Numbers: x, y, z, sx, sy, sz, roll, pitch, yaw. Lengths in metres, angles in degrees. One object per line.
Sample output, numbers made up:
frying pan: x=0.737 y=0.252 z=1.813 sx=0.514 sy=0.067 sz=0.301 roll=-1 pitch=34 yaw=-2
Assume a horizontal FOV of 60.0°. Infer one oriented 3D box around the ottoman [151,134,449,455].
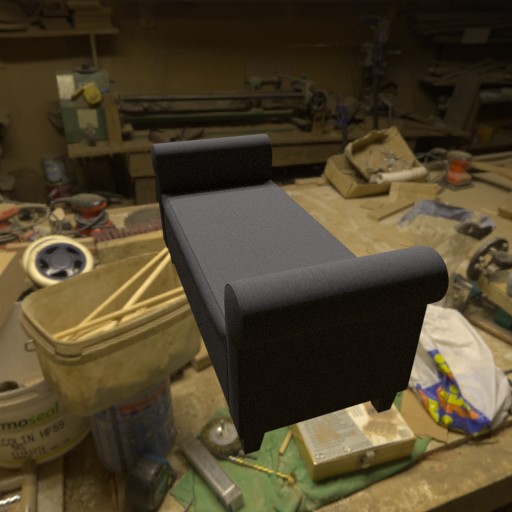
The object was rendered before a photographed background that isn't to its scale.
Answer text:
ottoman: x=0.000 y=0.000 z=1.570 sx=0.521 sy=0.547 sz=1.256 roll=-10 pitch=31 yaw=-17
